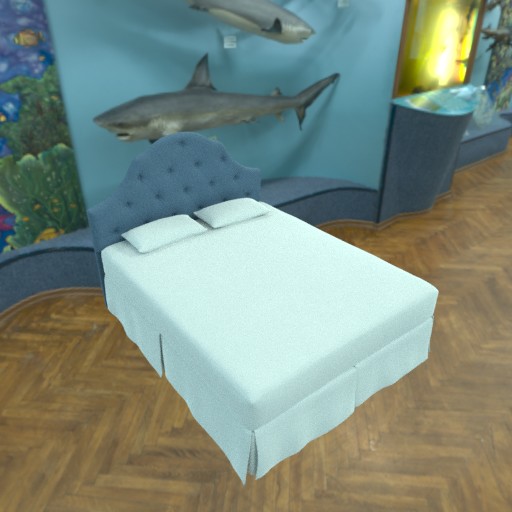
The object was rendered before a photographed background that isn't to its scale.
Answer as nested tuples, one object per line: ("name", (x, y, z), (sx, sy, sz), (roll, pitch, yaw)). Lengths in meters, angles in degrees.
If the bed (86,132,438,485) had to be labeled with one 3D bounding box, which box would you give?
("bed", (0.000, 0.000, 3.787), (2.039, 1.617, 2.477), (-21, 35, -32))
